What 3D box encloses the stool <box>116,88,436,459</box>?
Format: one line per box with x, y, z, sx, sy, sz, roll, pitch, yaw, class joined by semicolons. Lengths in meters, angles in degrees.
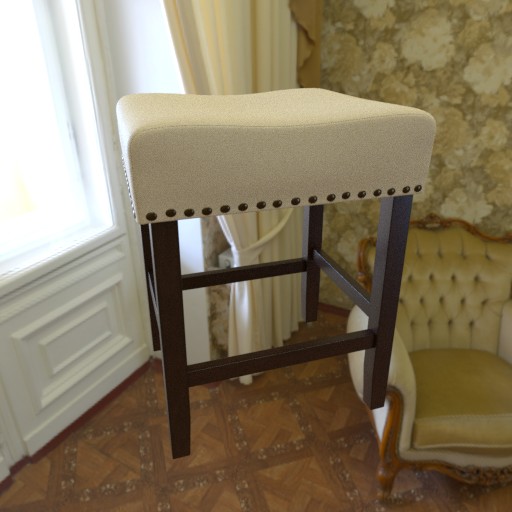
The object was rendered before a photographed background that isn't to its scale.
0.000;0.000;0.909;0.471;0.609;0.401;-8;27;-16;stool
